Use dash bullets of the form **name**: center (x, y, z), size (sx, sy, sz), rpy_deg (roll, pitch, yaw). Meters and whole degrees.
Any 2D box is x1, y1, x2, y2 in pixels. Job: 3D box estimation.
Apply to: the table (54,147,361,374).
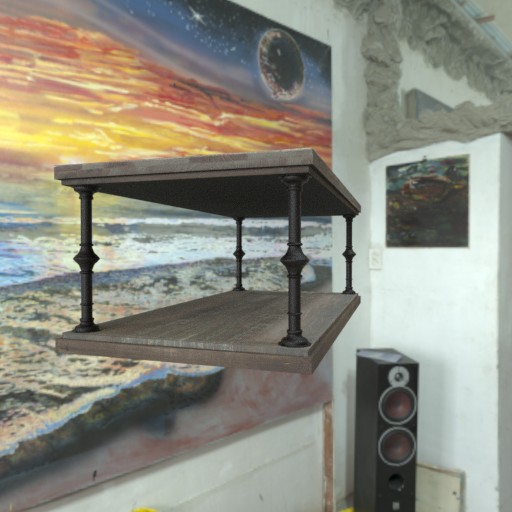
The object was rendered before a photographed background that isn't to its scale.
- **table**: center (0.000, 0.000, 1.379), size (0.554, 0.399, 1.088), rpy_deg (0, 1, 18)
